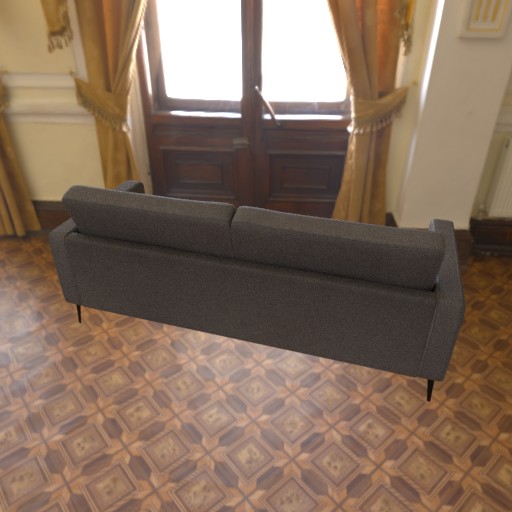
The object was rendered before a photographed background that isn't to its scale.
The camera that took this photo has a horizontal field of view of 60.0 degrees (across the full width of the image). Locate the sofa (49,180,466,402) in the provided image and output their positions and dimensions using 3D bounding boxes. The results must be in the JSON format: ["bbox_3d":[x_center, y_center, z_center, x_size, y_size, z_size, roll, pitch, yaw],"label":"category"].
[{"bbox_3d":[0.000,0.000,2.323,1.925,0.828,0.774,9,33,15],"label":"sofa"}]
